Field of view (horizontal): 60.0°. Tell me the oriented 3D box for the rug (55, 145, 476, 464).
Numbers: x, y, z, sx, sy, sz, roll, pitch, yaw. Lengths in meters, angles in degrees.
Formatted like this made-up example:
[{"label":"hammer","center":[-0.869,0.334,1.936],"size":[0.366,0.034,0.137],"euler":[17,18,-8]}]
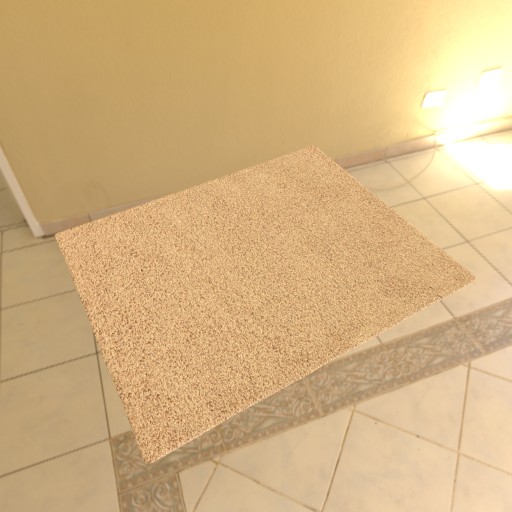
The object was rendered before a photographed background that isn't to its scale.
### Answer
[{"label":"rug","center":[0.000,0.000,4.049],"size":[3.047,0.029,2.438],"euler":[-23,51,-20]}]
